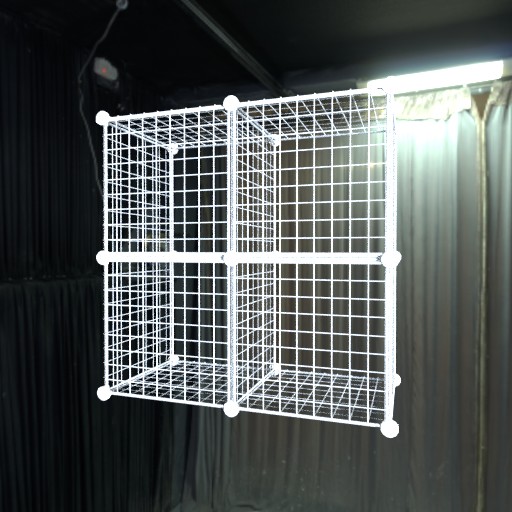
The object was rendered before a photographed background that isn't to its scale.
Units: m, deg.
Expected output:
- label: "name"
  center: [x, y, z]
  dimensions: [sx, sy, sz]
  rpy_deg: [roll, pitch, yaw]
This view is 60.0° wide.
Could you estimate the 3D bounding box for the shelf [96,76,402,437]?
- label: "shelf"
  center: [0.000, 0.000, 1.150]
  dimensions: [0.711, 0.711, 0.356]
  rpy_deg: [0, 1, 19]
